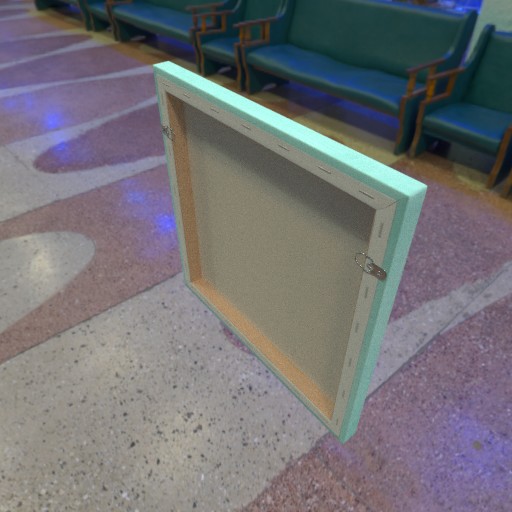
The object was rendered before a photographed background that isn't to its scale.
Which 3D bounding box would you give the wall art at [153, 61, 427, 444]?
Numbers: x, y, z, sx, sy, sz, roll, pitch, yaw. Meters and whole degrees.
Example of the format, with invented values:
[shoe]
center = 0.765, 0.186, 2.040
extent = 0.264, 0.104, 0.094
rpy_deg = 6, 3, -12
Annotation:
[wall art]
center = 0.000, 0.000, 1.135
extent = 0.054, 0.766, 0.765
rpy_deg = -28, 48, -29
